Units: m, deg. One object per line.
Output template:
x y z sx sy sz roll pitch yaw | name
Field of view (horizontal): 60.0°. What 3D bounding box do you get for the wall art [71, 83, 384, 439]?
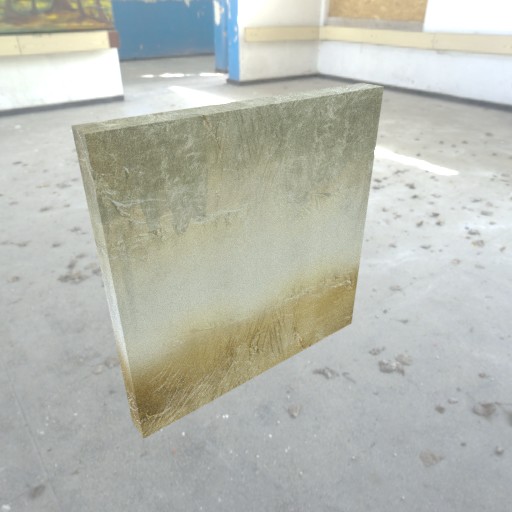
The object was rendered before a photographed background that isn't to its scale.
0.000 0.000 0.610 0.405 0.407 0.038 -21 36 -31 | wall art
